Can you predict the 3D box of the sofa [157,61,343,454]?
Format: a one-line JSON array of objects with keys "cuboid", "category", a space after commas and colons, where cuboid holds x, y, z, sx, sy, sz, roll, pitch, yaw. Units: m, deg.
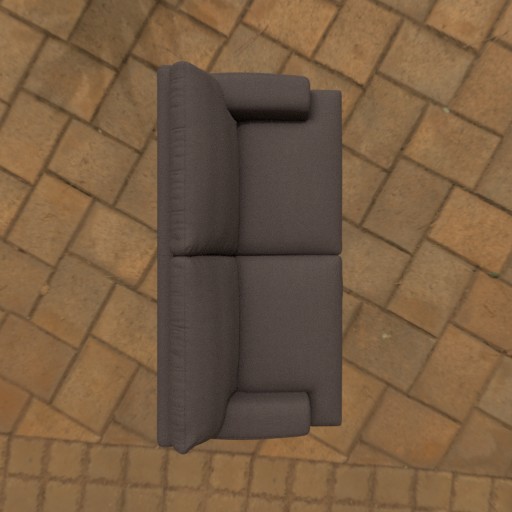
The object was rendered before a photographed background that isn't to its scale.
[{"cuboid": [0.000, 0.000, 2.830, 1.140, 0.950, 2.271, 0, 90, 0], "category": "sofa"}]
